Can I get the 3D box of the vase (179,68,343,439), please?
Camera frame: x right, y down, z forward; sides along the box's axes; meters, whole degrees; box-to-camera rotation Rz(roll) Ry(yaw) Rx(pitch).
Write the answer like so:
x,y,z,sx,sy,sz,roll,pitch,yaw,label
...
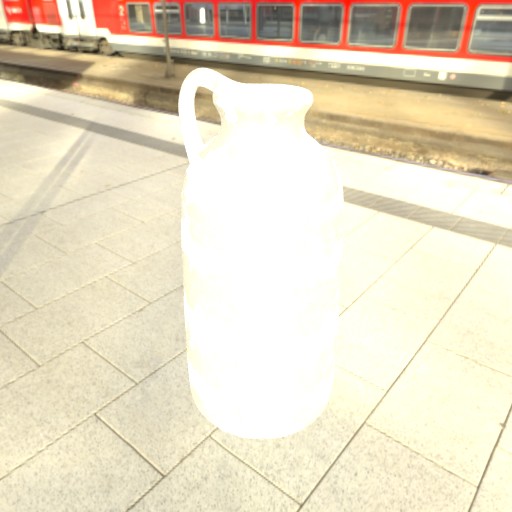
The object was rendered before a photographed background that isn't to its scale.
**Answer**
x,y,z,sx,sy,sz,roll,pitch,yaw,label
0.000,0.000,0.497,0.203,0.382,0.186,21,36,32,vase
